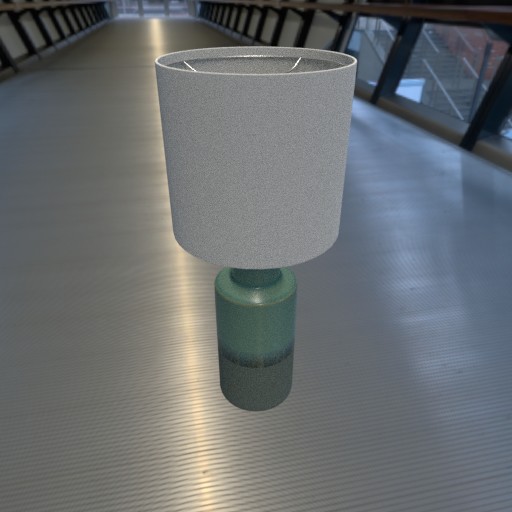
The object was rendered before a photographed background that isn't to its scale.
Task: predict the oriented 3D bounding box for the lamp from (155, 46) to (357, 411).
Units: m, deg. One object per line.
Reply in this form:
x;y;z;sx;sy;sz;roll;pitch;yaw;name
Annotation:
0.000;0.000;0.599;0.212;0.493;0.212;19;36;28;lamp
